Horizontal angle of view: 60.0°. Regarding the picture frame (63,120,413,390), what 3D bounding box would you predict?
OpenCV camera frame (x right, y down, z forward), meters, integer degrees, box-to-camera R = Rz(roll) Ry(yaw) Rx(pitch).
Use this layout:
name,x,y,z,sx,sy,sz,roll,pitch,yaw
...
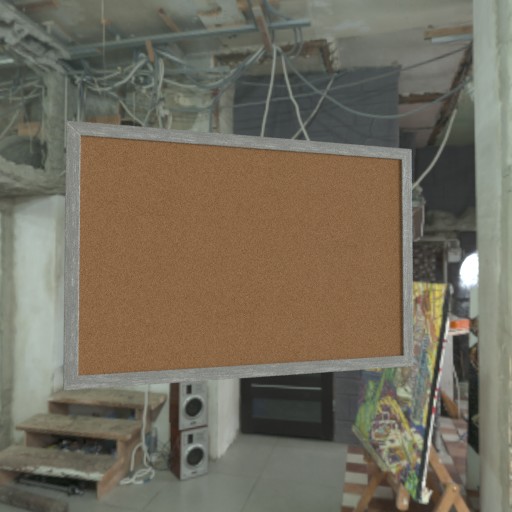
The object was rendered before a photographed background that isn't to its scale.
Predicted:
name,x,y,z,sx,sy,sz,roll,pitch,yaw
picture frame,0.000,0.000,1.194,0.950,0.640,0.029,0,-2,-16
